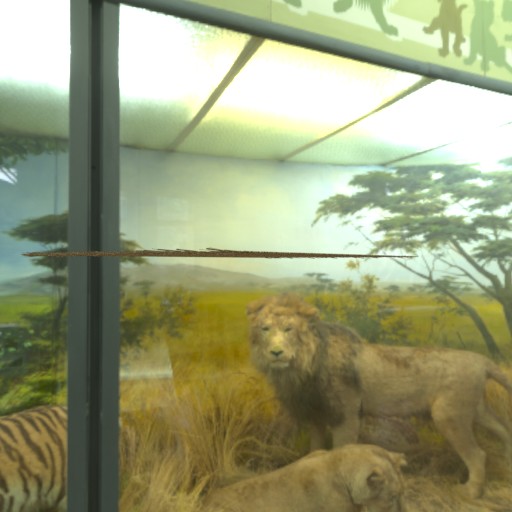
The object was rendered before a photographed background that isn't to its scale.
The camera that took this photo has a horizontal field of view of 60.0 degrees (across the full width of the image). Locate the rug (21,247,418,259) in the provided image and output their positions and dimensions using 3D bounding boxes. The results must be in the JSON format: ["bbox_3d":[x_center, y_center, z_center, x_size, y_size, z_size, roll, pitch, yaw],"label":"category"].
[{"bbox_3d":[0.000,0.000,2.492,1.224,0.027,2.085,0,-1,35],"label":"rug"}]
